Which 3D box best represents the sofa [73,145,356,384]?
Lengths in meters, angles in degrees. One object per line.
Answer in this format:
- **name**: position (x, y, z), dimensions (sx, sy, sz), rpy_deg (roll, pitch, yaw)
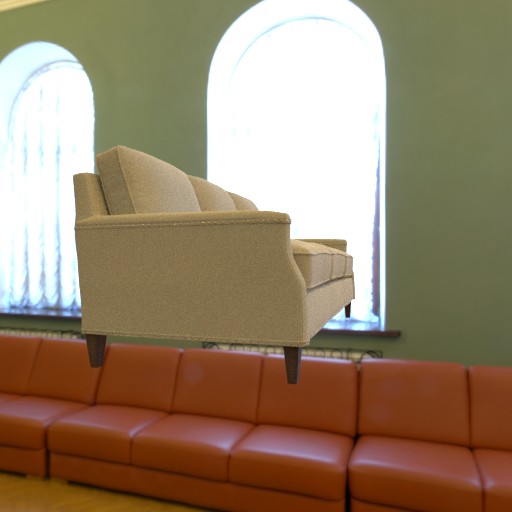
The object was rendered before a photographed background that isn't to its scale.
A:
- **sofa**: position (0.000, 0.000, 2.843), dimensions (1.084, 1.003, 2.246), rpy_deg (0, -1, 17)
